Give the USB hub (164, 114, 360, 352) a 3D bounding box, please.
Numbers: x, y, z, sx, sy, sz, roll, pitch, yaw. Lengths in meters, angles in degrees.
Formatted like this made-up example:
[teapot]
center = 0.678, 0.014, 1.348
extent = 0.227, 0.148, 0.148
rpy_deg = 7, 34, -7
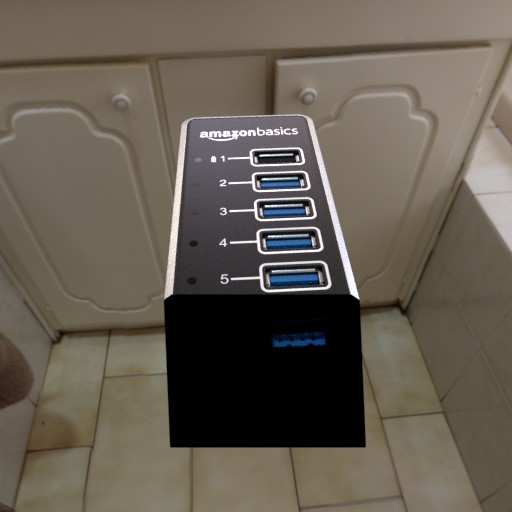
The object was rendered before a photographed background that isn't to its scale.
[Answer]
[USB hub]
center = 0.000, 0.000, 0.123
extent = 0.044, 0.023, 0.110
rpy_deg = -2, 48, -2
